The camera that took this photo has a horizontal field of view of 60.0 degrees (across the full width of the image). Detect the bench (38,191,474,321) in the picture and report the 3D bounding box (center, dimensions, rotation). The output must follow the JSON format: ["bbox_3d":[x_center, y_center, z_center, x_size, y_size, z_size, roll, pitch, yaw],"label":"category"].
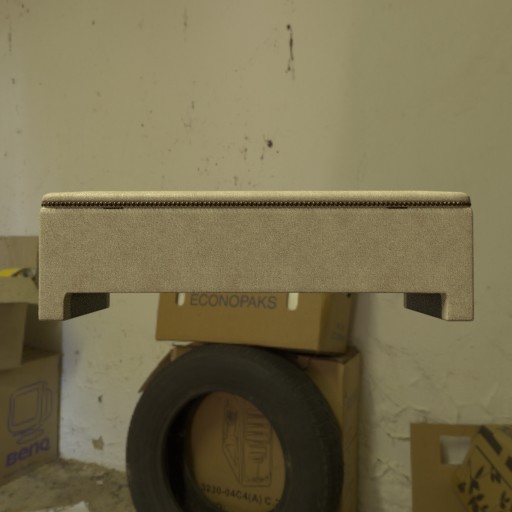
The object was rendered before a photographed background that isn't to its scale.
[{"bbox_3d":[0.000,0.000,1.717,1.482,0.447,0.470,0,-1,0],"label":"bench"}]
